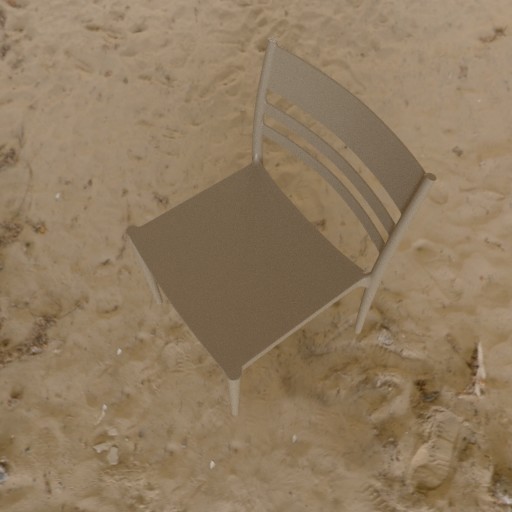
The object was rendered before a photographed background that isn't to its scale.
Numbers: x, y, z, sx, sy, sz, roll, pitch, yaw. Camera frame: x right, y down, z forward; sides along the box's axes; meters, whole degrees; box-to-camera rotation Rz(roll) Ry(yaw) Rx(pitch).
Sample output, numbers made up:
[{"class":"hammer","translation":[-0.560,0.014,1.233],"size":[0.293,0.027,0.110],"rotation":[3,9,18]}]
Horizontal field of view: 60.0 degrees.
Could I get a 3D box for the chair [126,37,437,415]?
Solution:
[{"class":"chair","translation":[0.000,0.000,1.145],"size":[0.511,0.800,0.531],"rotation":[-33,67,-16]}]
